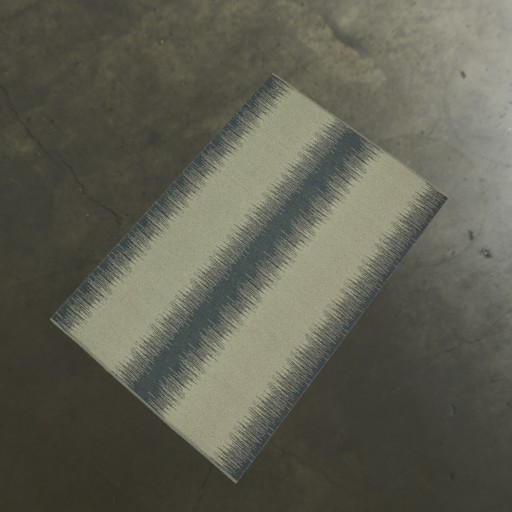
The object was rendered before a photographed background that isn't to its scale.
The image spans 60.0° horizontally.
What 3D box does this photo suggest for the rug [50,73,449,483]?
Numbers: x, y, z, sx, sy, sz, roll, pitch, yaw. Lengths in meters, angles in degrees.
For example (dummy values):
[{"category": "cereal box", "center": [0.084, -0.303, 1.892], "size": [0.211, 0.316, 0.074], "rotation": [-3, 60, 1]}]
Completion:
[{"category": "rug", "center": [0.000, 0.000, 2.347], "size": [1.234, 0.006, 1.854], "rotation": [38, 80, 8]}]
